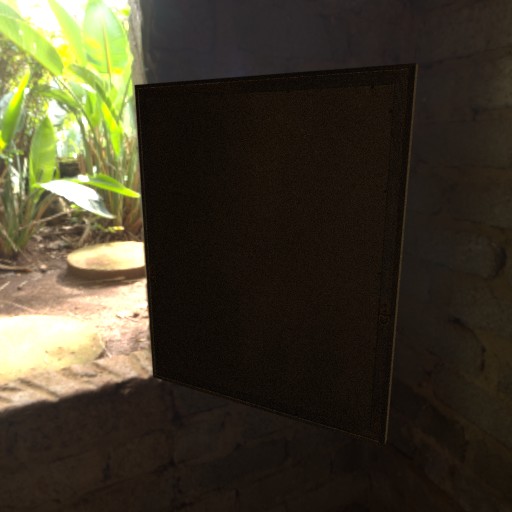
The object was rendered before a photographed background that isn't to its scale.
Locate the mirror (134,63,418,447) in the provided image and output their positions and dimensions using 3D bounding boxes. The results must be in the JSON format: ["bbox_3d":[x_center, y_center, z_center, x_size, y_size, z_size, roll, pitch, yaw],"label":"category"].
[{"bbox_3d":[0.000,0.000,1.164,0.730,0.882,0.032,7,16,27],"label":"mirror"}]
